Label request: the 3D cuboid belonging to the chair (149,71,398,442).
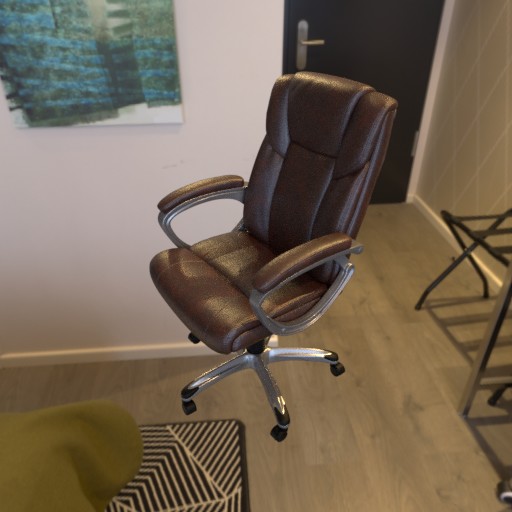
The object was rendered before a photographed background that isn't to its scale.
[{"bbox_3d":[0.000,0.000,1.552,0.692,1.128,0.656,-21,37,-30],"label":"chair"}]
